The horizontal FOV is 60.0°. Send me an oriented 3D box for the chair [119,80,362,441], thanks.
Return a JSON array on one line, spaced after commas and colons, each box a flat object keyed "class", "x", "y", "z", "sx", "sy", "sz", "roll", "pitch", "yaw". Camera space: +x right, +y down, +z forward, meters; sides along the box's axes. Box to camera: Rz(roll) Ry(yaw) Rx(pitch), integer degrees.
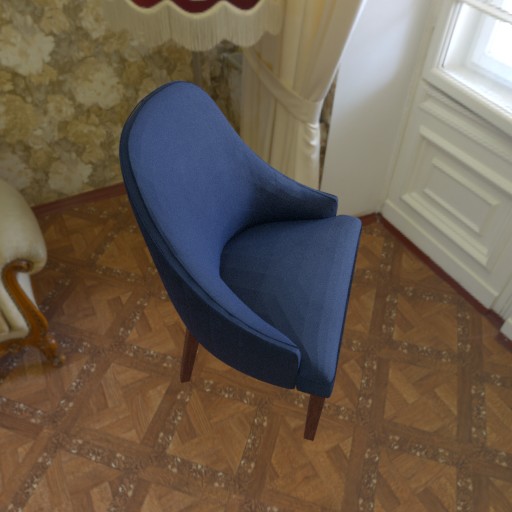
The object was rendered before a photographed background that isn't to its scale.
[{"class": "chair", "x": 0.000, "y": 0.000, "z": 1.296, "sx": 0.575, "sy": 0.889, "sz": 0.643, "roll": 12, "pitch": 47, "yaw": 11}]
